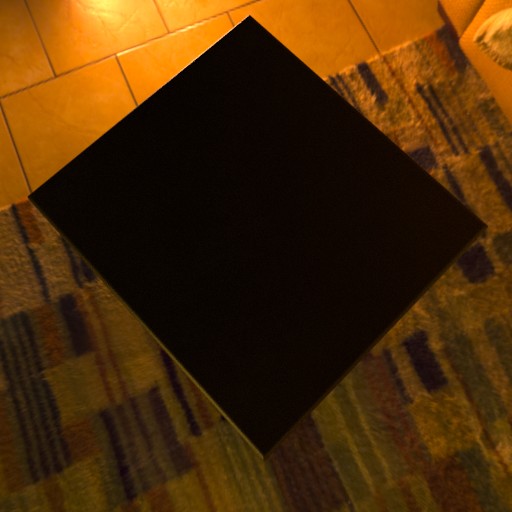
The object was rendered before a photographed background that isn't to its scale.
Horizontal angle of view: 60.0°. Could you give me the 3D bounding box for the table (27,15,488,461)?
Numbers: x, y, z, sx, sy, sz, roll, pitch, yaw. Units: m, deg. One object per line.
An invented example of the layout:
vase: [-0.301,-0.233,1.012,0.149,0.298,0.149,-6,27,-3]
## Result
table: [0.000,0.000,0.900,0.442,0.565,0.488,-43,81,-9]
